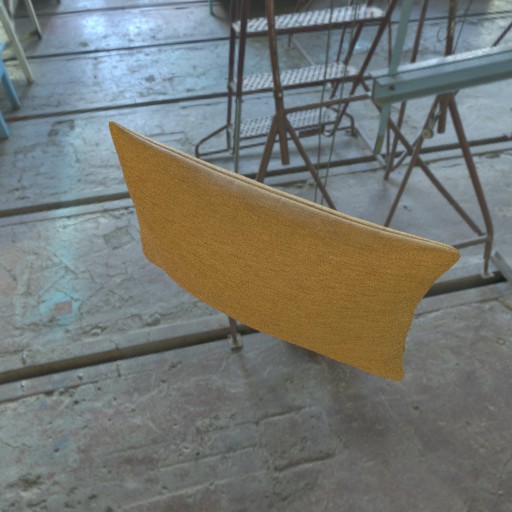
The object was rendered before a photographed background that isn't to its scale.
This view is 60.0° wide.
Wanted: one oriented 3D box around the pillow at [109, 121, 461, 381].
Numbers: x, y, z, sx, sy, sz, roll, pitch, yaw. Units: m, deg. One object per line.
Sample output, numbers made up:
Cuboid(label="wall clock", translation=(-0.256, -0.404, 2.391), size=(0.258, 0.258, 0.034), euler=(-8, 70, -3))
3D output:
Cuboid(label="pillow", translation=(0.000, 0.000, 0.812), size=(0.634, 0.354, 0.210), euler=(24, 51, 21))
